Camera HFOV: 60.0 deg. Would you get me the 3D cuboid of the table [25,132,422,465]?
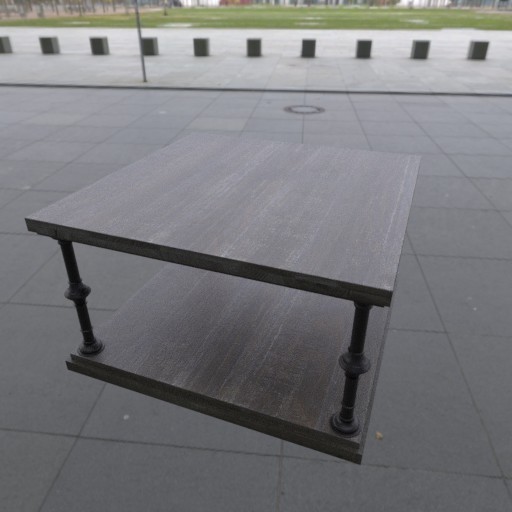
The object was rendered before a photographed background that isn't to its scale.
[{"bbox_3d":[0.000,0.000,1.133,0.696,0.400,0.696,11,32,18],"label":"table"}]
